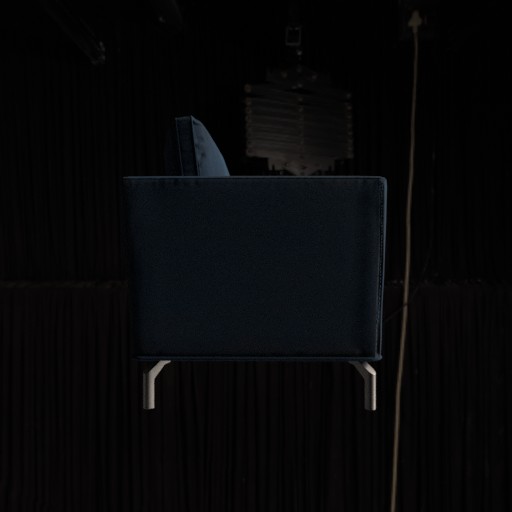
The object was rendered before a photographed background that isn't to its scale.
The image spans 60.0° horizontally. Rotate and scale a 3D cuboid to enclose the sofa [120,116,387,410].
[{"bbox_3d":[0.000,0.000,2.274,0.853,1.002,1.770,0,0,1],"label":"sofa"}]
